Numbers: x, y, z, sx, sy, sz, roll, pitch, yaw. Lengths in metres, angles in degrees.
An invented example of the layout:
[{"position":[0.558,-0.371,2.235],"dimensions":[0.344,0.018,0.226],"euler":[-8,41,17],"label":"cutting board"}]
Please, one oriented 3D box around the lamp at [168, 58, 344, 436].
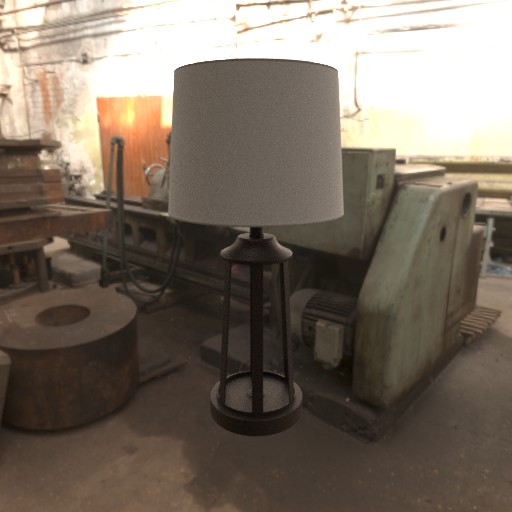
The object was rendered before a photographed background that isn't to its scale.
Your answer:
[{"position":[0.000,0.000,0.661],"dimensions":[0.251,0.509,0.251],"euler":[0,14,0],"label":"lamp"}]
